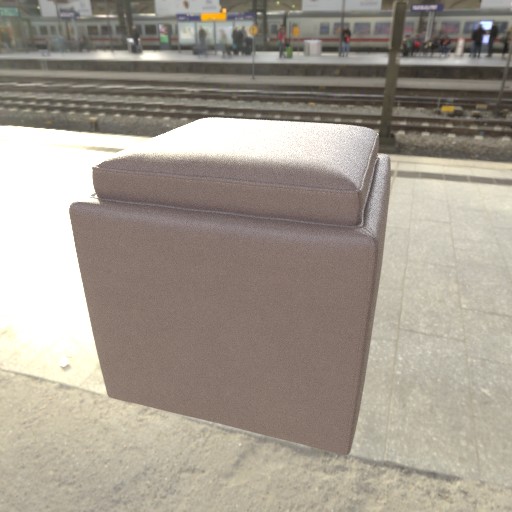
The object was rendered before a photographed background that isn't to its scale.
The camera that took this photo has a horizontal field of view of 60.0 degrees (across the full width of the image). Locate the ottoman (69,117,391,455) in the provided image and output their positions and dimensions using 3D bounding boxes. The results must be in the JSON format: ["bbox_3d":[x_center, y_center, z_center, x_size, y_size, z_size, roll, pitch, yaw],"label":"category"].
[{"bbox_3d":[0.000,0.000,0.832,0.451,0.460,0.450,8,28,15],"label":"ottoman"}]
